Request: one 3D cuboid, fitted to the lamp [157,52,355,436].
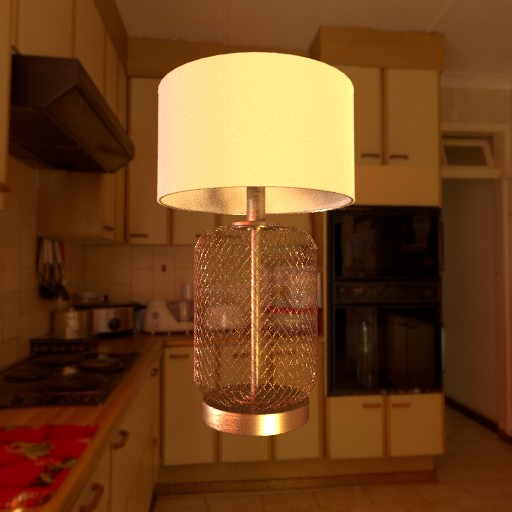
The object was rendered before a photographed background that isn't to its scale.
[{"bbox_3d":[0.000,0.000,0.807,0.353,0.578,0.353,0,-1,0],"label":"lamp"}]
